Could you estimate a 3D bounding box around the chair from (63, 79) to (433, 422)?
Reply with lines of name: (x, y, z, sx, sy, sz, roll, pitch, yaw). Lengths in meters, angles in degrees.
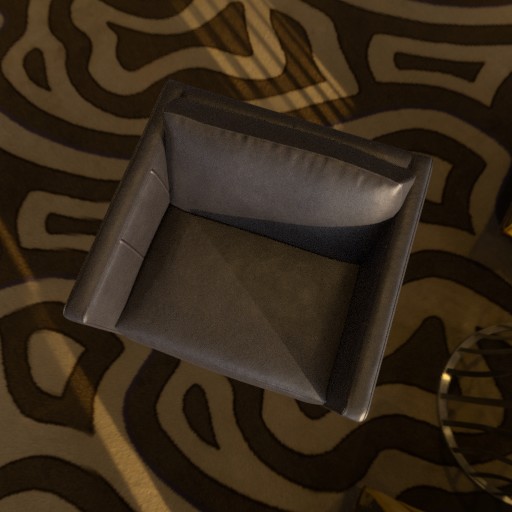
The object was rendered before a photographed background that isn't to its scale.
chair: (0.000, 0.000, 1.603, 0.939, 0.811, 0.862, 18, 76, 5)
